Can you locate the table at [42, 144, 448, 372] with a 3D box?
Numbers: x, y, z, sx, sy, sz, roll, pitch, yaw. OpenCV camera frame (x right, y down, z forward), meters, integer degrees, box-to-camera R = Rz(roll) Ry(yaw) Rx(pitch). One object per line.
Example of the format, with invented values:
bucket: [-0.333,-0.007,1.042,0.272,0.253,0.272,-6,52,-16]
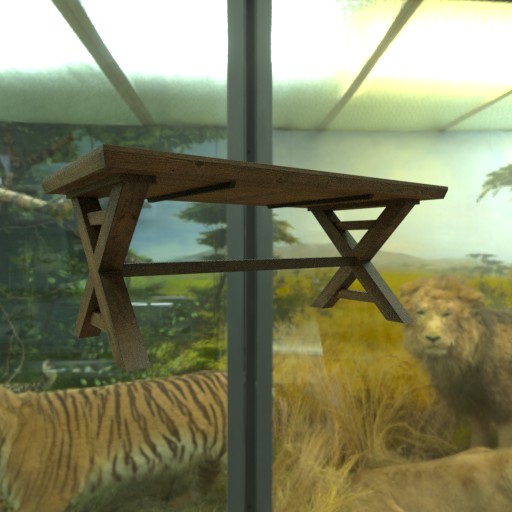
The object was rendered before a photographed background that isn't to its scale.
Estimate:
table: [0.000,0.000,2.445,1.966,0.793,1.071,-1,2,-35]
